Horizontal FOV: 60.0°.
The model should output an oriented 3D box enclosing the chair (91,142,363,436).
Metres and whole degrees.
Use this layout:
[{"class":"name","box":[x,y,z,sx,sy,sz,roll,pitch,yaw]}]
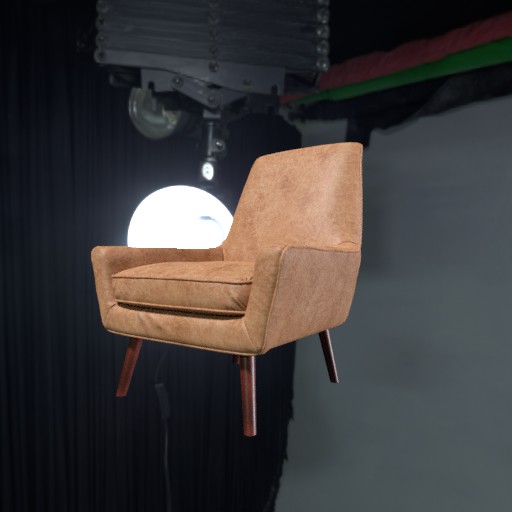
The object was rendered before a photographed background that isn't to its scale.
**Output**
[{"class":"chair","box":[0.000,0.000,1.553,0.753,0.883,0.851,0,0,36]}]
